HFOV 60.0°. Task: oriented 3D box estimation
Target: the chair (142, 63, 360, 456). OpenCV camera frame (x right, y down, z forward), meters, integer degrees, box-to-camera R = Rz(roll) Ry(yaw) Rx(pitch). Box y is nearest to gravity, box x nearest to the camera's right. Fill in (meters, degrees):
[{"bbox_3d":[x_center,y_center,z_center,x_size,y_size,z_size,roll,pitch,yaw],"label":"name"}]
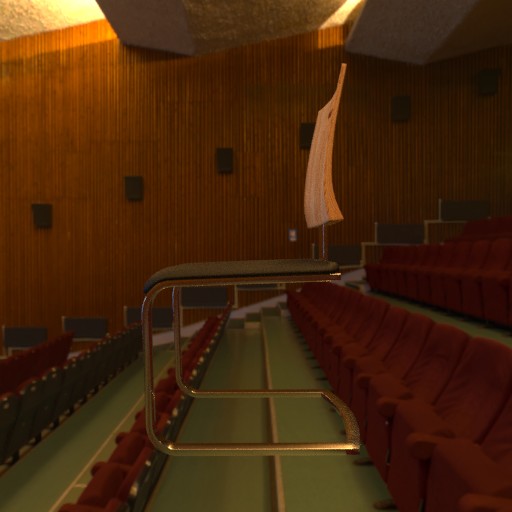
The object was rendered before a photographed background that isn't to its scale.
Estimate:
[{"bbox_3d":[0.000,0.000,1.263,0.560,0.936,0.462,0,1,-1],"label":"chair"}]
